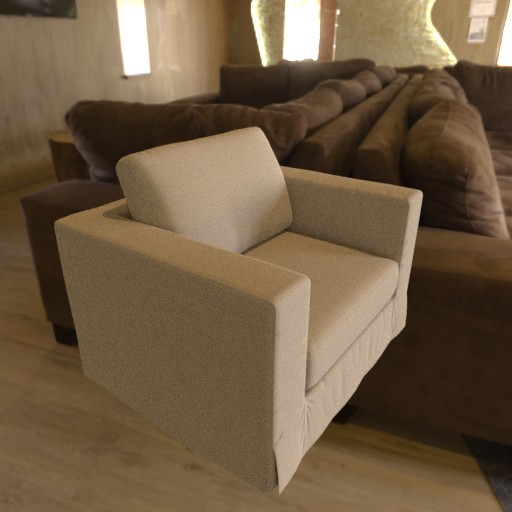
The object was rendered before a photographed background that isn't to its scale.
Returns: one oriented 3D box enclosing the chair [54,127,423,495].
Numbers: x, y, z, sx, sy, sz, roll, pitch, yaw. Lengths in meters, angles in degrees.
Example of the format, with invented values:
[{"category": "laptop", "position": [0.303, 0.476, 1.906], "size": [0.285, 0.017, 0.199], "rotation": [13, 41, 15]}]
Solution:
[{"category": "chair", "position": [0.000, 0.000, 1.766], "size": [0.957, 0.878, 1.150], "rotation": [17, 30, 32]}]
